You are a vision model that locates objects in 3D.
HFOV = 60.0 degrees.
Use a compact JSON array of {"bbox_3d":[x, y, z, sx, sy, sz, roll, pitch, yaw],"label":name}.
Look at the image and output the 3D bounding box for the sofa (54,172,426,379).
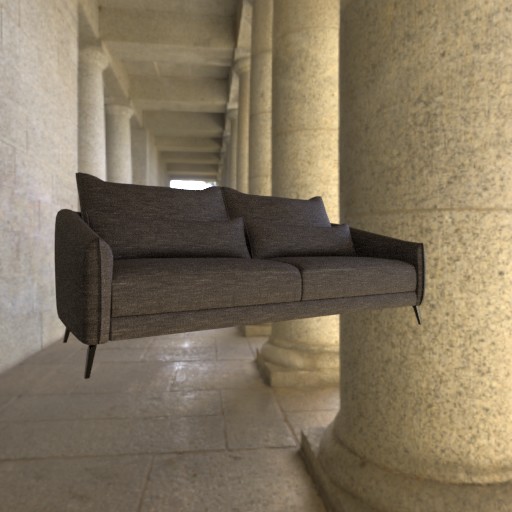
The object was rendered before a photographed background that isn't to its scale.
[{"bbox_3d":[0.000,0.000,2.419,2.019,0.843,0.807,0,1,-36],"label":"sofa"}]
